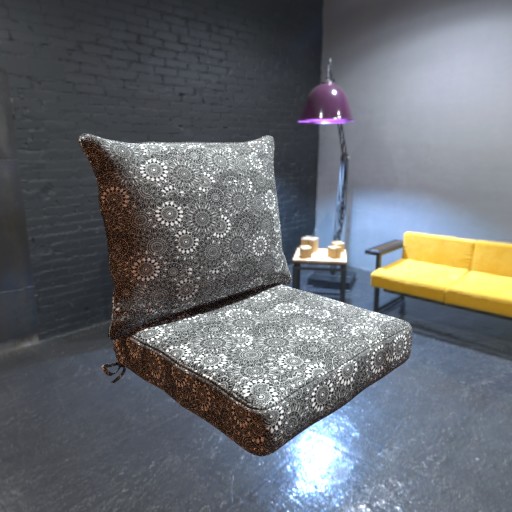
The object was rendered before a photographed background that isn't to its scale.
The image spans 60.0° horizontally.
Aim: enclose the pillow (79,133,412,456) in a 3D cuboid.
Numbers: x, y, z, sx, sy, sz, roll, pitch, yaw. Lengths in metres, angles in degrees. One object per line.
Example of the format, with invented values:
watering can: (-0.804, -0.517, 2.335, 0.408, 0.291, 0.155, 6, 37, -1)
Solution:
pillow: (0.000, 0.000, 1.342, 0.798, 0.722, 0.740, -13, 19, -43)
